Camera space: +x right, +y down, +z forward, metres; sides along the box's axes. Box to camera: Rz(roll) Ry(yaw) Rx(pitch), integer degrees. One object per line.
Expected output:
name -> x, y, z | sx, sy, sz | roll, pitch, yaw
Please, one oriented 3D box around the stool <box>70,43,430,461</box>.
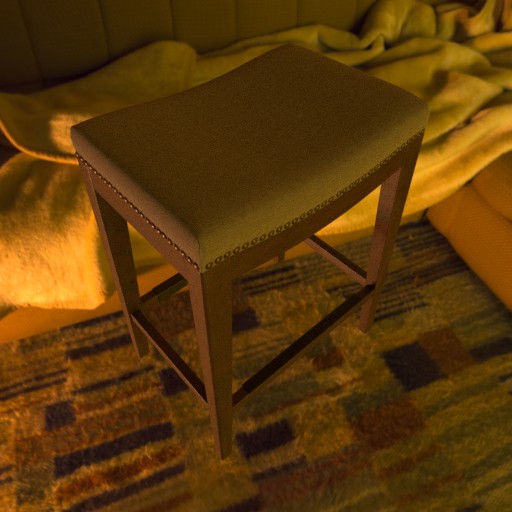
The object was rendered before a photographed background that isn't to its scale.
stool -> 0.000, 0.000, 0.918 | 0.508, 0.660, 0.356 | -33, 55, -27
